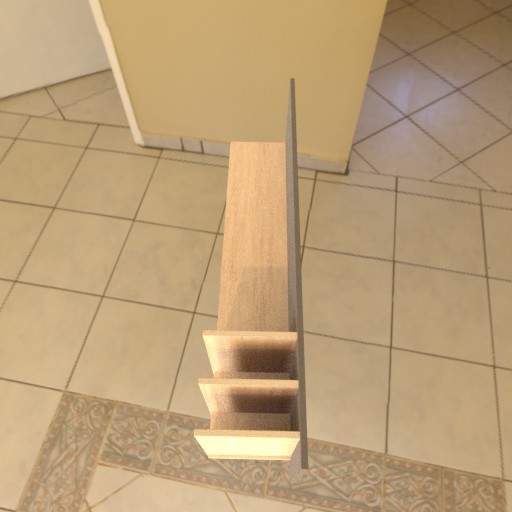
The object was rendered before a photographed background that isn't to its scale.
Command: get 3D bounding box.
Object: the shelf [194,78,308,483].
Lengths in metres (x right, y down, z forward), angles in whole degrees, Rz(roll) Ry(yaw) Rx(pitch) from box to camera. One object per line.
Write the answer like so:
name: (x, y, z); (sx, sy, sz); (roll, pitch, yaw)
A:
shelf: (0.000, 0.000, 1.143); (0.200, 0.300, 1.020); (1, 59, 1)
